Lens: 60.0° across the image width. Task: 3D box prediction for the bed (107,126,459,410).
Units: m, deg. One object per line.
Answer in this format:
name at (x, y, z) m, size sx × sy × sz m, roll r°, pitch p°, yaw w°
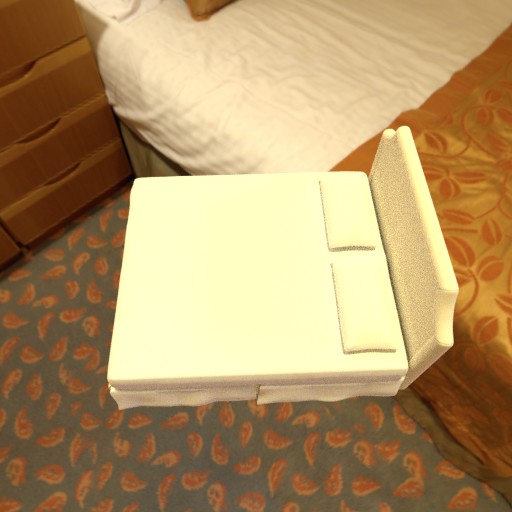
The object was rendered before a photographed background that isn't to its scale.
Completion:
bed at (0.000, 0.000, 4.133) m, size 2.773 × 1.590 × 2.350 m, roll -2°, pitch 59°, yaw -1°
